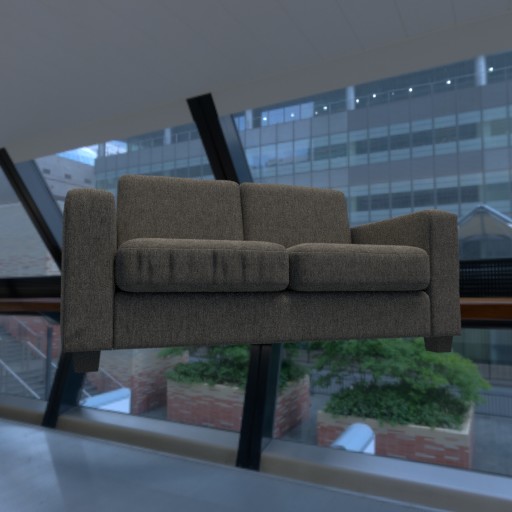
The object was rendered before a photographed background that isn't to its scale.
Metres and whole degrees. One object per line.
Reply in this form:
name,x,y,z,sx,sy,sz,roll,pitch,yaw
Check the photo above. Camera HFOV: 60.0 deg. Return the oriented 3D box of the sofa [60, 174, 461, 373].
sofa,0.000,0.000,1.974,1.520,0.800,0.900,1,-4,-17
